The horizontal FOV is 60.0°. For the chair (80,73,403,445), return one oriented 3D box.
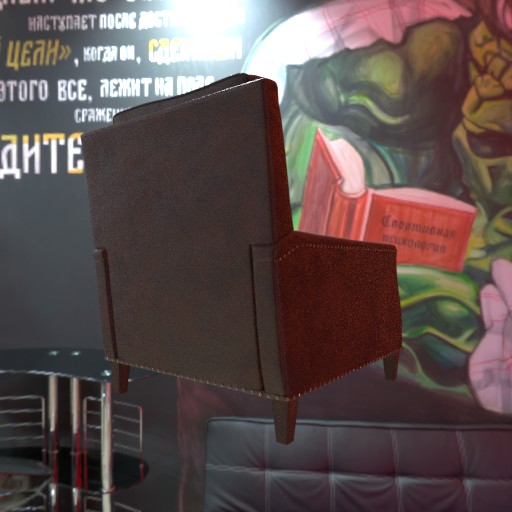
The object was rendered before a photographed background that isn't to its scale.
[{"bbox_3d":[0.000,0.000,1.773,0.854,1.054,1.035,0,-1,37],"label":"chair"}]
